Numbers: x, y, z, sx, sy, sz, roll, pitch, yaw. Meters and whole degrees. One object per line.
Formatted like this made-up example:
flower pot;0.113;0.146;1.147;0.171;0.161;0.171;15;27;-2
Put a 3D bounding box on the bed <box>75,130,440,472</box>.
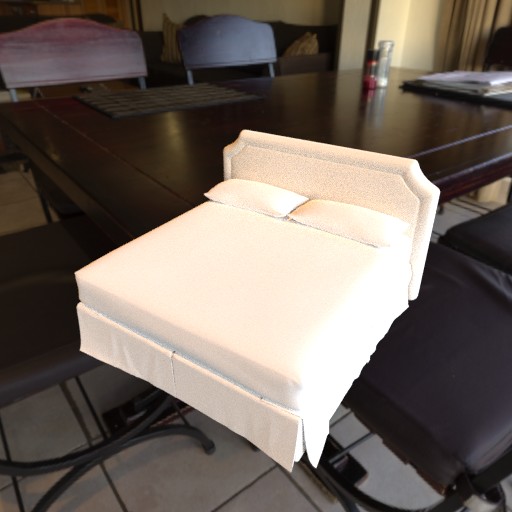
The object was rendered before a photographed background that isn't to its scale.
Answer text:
bed;0.000;0.000;3.532;2.160;1.301;2.204;19;35;29
